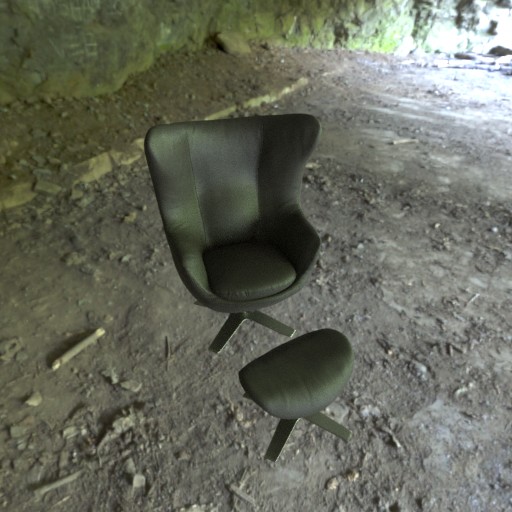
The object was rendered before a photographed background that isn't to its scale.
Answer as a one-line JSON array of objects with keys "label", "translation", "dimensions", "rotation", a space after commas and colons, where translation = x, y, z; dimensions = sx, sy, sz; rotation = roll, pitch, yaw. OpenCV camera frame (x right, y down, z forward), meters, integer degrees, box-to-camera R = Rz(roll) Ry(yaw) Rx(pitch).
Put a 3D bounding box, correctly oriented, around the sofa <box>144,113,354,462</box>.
[{"label": "sofa", "translation": [0.000, 0.000, 2.181], "dimensions": [0.894, 1.135, 1.444], "rotation": [-9, 33, -15]}]
